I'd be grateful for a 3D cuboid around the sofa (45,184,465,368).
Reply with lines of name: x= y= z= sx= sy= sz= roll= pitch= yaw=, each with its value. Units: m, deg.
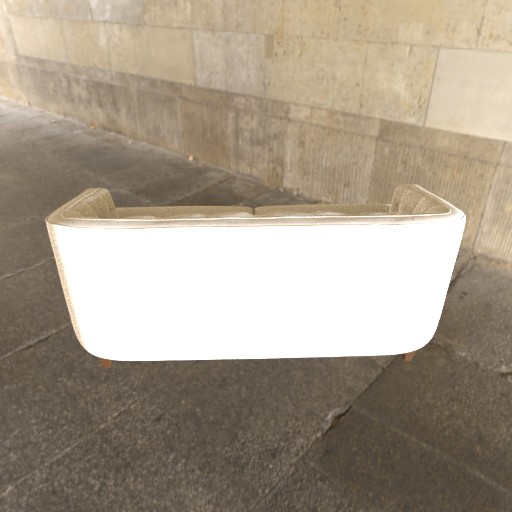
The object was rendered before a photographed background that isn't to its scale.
sofa: x=0.000 y=0.000 z=2.215 sx=1.733 sy=0.855 sz=0.941 roll=-1 pitch=31 yaw=-2
